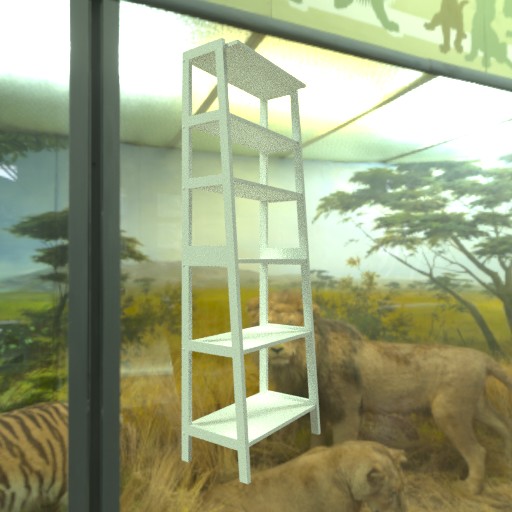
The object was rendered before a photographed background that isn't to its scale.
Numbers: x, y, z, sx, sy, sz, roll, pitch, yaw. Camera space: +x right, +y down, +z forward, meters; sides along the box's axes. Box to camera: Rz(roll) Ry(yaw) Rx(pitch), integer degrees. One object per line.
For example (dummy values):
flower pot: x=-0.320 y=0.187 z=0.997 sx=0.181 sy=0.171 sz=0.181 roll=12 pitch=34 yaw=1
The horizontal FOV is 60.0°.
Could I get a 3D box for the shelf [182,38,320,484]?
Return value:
shelf: x=0.000 y=0.000 z=2.213 sx=0.381 sy=1.892 sz=0.660 roll=0 pitch=0 yaw=35
